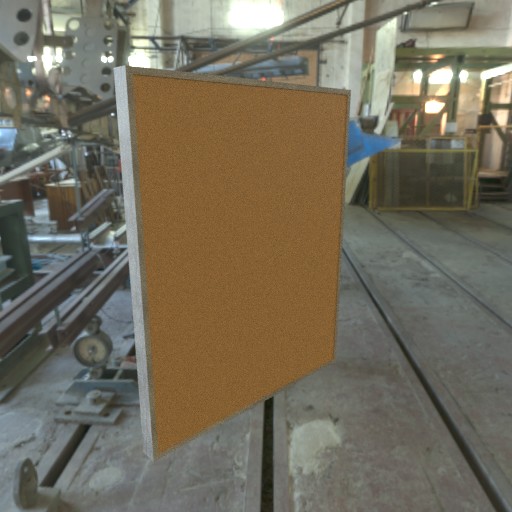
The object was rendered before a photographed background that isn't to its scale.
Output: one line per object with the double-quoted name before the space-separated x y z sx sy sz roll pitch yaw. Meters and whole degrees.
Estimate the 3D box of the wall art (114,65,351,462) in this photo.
"wall art" 0.000 0.000 0.707 0.421 0.521 0.032 -14 21 -41
